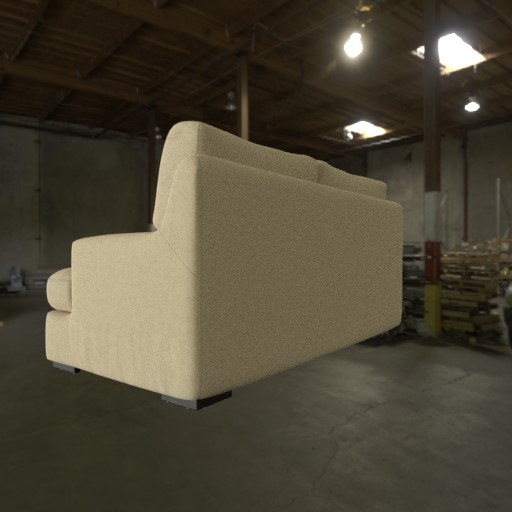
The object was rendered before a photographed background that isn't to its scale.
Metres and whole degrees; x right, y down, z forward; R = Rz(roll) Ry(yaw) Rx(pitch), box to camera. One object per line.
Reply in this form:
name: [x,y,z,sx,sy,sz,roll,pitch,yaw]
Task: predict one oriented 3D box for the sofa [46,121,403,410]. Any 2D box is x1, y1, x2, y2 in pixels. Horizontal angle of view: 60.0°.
sofa: [0.000,0.000,2.382,0.962,0.967,1.885,0,1,37]
